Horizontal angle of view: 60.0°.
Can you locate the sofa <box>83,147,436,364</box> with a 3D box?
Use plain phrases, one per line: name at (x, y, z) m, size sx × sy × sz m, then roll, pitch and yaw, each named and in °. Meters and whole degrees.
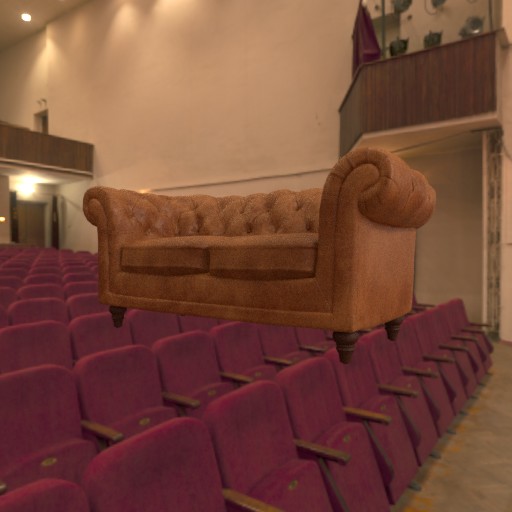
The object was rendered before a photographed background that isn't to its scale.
sofa at (0.000, 0.000, 2.602) m, size 1.979 × 0.877 × 1.042 m, roll 0°, pitch 1°, yaw 35°
